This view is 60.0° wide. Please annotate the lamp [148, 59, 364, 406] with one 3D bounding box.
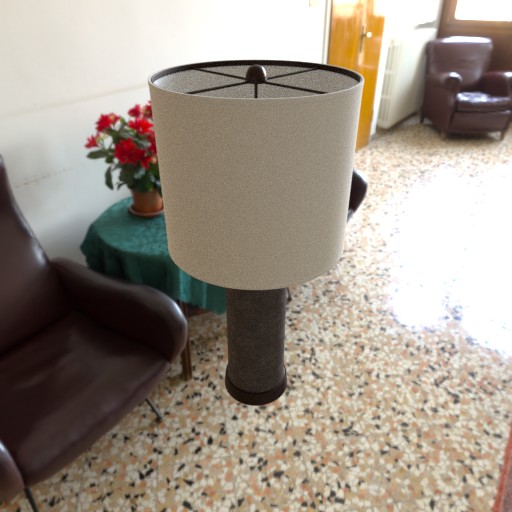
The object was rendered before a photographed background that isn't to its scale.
[{"bbox_3d":[0.000,0.000,0.787,0.301,0.630,0.301,0,32,0],"label":"lamp"}]
